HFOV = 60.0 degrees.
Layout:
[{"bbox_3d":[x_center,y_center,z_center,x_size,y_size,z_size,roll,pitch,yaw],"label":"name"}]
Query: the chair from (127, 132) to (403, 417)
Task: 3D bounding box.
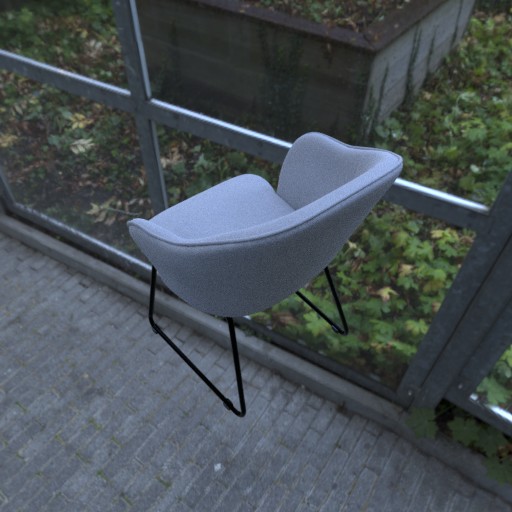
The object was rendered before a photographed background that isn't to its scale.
[{"bbox_3d":[0.000,0.000,1.204,0.570,0.817,0.592,-32,54,-27],"label":"chair"}]
